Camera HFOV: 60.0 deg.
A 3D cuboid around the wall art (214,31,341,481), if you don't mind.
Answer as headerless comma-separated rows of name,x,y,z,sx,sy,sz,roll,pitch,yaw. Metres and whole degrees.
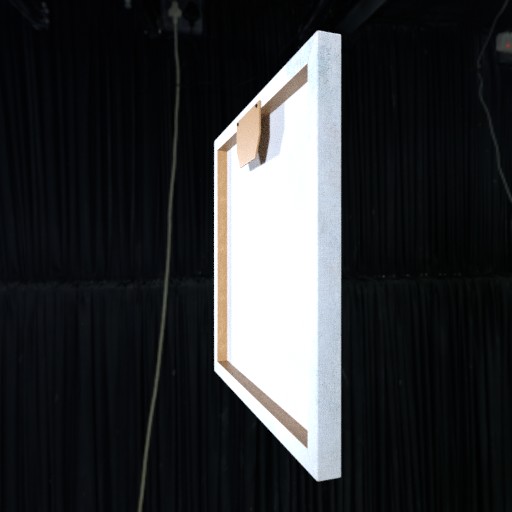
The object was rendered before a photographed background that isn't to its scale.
wall art,0.000,0.000,0.885,0.044,0.605,0.605,0,0,-18
